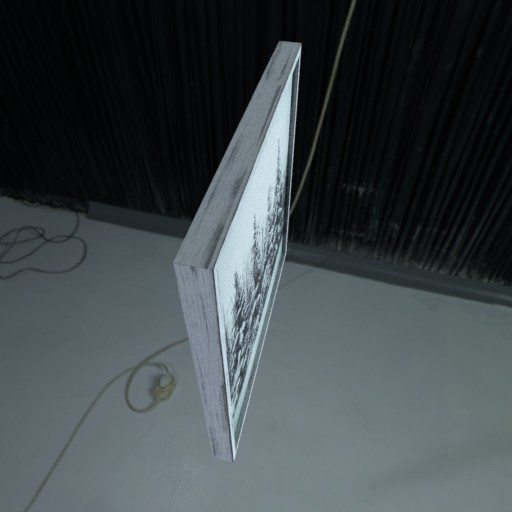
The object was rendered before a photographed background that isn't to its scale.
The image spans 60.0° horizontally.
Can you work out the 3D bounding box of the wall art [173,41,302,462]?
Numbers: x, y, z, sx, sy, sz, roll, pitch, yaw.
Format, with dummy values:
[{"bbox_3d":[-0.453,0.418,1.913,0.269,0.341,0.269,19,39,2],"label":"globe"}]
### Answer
[{"bbox_3d":[0.000,0.000,0.749,0.038,0.506,0.506,10,48,9],"label":"wall art"}]
